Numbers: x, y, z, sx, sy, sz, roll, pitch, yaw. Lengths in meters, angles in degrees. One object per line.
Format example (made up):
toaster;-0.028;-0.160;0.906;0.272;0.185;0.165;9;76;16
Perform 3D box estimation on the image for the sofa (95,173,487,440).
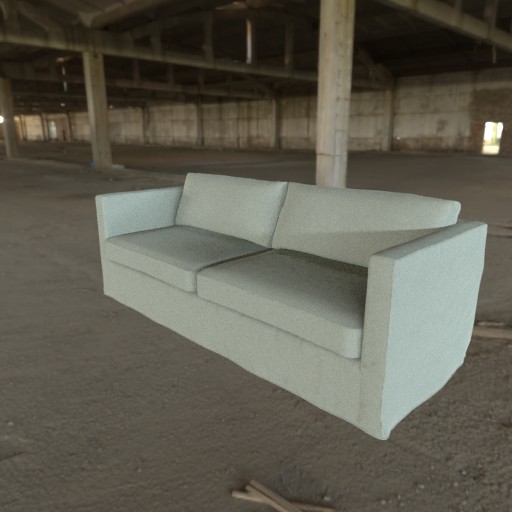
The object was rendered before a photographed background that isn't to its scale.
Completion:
sofa;0.000;0.000;2.689;2.312;0.853;0.962;15;22;43
